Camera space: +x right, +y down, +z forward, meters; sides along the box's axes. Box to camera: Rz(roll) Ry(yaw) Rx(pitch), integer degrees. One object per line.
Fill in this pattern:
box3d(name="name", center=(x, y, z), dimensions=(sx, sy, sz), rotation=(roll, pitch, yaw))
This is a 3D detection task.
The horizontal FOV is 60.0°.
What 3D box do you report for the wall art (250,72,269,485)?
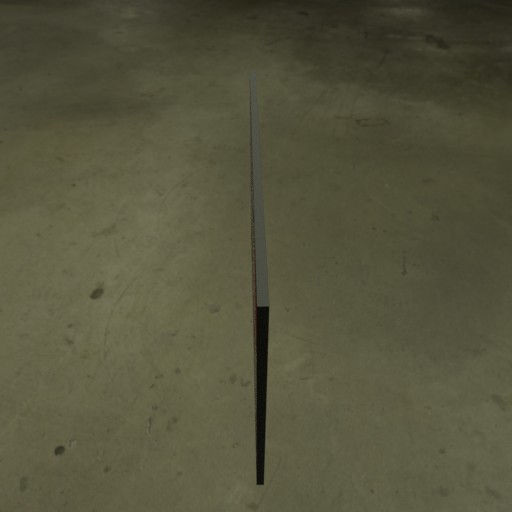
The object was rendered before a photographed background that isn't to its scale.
box3d(name="wall art", center=(0.000, 0.000, 0.854), dimensions=(0.013, 0.458, 0.664), rotation=(-1, 42, -1))
